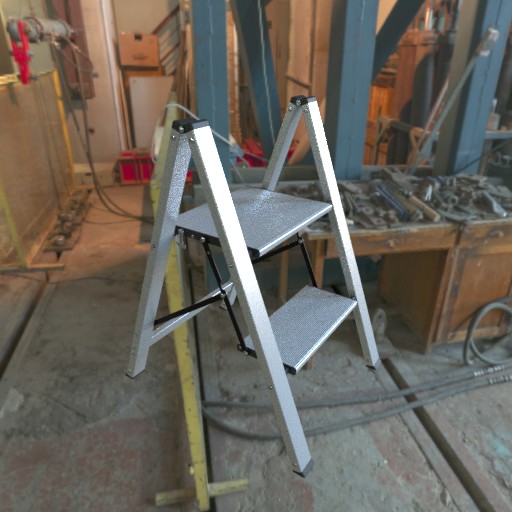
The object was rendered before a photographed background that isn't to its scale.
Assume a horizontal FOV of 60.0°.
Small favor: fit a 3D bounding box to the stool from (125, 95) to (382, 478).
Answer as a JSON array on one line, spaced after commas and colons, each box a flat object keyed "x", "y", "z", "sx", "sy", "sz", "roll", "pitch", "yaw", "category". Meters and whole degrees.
[{"x": 0.000, "y": 0.000, "z": 1.037, "sx": 0.535, "sy": 0.670, "sz": 0.440, "roll": 17, "pitch": 31, "yaw": 31, "category": "stool"}]
